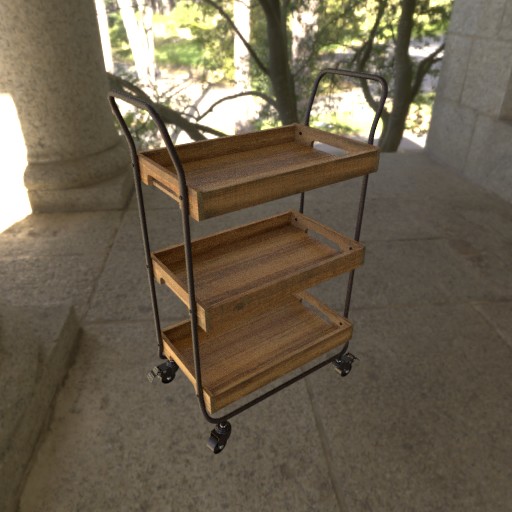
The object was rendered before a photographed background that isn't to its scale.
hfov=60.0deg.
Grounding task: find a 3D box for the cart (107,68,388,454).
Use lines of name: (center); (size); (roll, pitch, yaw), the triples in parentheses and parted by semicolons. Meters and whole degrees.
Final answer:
cart: (0.000, 0.000, 1.156); (0.583, 0.857, 0.339); (-19, 35, -30)
